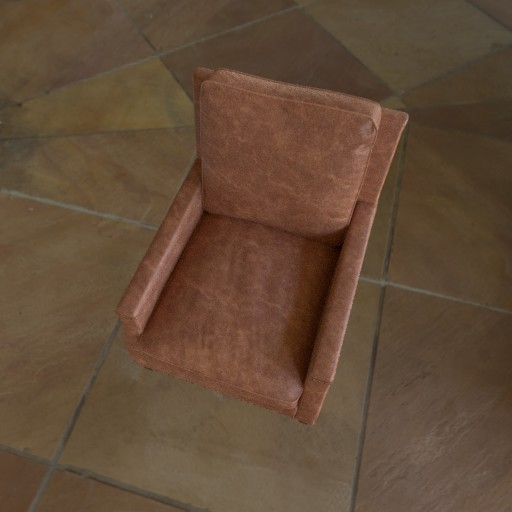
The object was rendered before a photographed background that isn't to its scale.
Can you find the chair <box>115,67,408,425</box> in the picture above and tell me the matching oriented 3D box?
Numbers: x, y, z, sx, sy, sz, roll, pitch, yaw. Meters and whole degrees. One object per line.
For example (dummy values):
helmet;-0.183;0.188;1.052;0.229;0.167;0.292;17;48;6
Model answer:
chair;0.000;0.000;1.840;0.854;1.054;1.035;16;60;10
